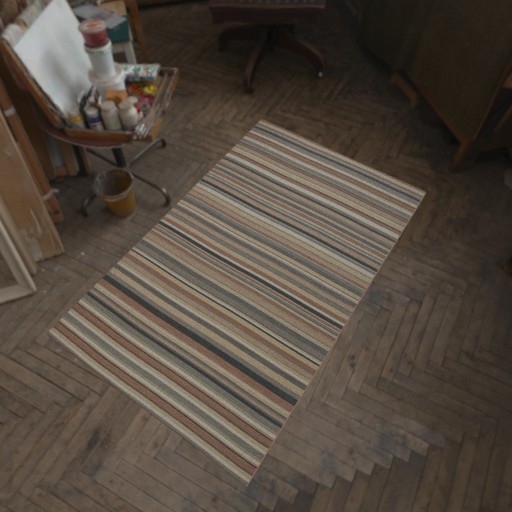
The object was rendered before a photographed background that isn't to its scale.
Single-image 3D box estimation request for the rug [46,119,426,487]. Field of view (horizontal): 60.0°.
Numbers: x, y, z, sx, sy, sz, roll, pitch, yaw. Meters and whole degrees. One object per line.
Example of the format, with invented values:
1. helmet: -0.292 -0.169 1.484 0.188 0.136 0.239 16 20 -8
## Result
1. rug: 0.000 0.000 3.087 1.523 0.014 2.438 29 61 18
